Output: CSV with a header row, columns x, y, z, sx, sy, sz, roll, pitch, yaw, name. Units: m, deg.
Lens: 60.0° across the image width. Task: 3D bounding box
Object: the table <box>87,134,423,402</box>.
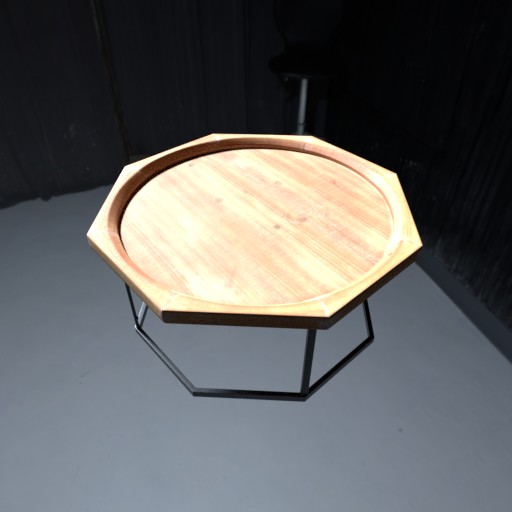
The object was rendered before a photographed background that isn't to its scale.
x,y,z,sx,sy,sz,roll,pitch,yaw,name
0.000,0.000,1.505,1.002,0.444,1.002,0,41,0,table
